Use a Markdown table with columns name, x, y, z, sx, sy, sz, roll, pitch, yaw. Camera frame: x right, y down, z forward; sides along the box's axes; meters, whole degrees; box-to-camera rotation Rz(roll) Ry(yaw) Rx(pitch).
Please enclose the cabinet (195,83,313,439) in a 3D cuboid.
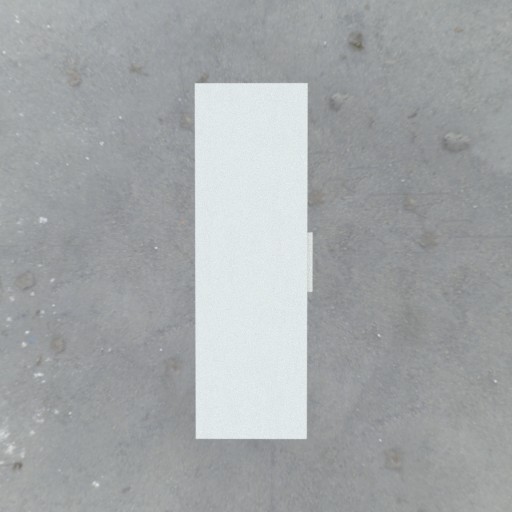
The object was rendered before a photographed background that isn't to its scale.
| name | x | y | z | sx | sy | sz | roll | pitch | yaw |
| --- | --- | --- | --- | --- | --- | --- | --- | --- | --- |
| cabinet | 0.000 | 0.000 | 1.573 | 0.250 | 1.280 | 0.750 | 0 | 91 | 0 |
